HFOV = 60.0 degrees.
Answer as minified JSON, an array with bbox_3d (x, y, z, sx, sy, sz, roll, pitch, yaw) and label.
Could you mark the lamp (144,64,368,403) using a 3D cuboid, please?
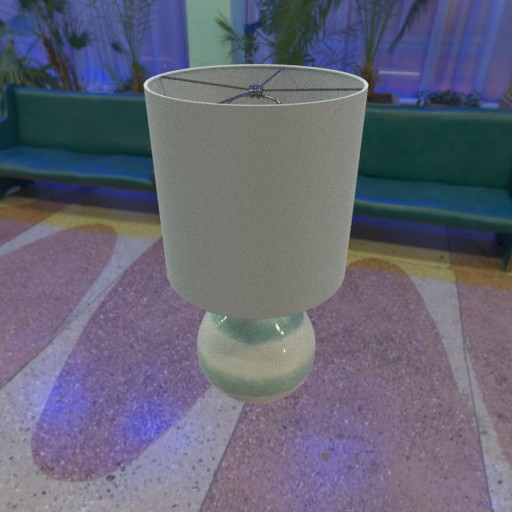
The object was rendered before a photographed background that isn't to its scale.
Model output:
[{"bbox_3d":[0.000,0.000,0.541,0.217,0.404,0.217,10,33,16],"label":"lamp"}]
